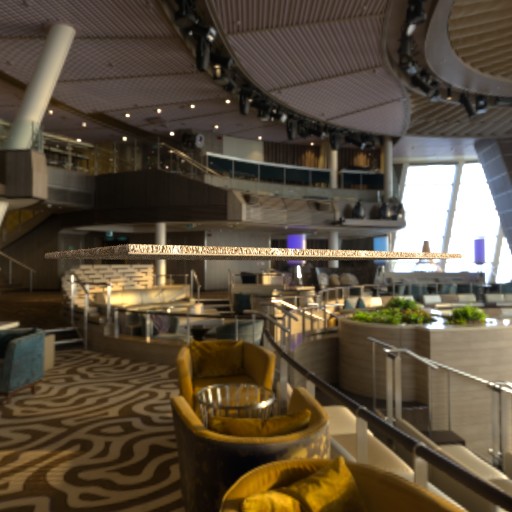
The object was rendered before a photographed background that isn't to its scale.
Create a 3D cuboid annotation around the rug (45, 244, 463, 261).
[{"bbox_3d":[0.000,0.000,2.274,1.778,0.030,1.219,1,-1,-36],"label":"rug"}]
